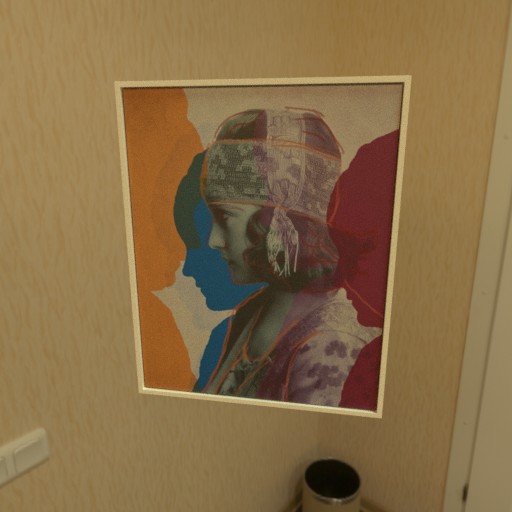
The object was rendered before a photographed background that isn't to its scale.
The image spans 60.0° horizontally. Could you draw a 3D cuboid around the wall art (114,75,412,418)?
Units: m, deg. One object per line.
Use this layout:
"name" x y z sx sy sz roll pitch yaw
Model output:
"wall art" 0.000 0.000 0.738 0.443 0.549 0.030 3 16 10
